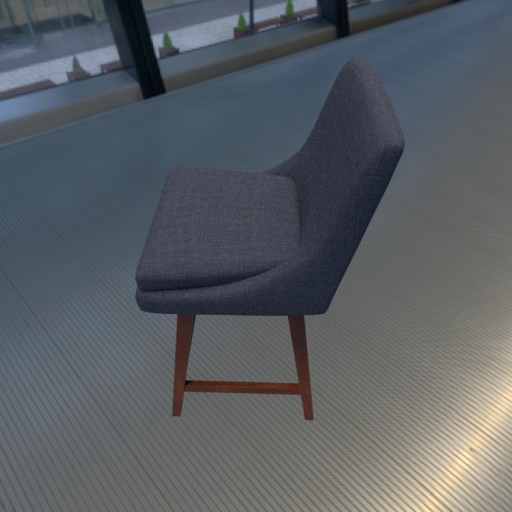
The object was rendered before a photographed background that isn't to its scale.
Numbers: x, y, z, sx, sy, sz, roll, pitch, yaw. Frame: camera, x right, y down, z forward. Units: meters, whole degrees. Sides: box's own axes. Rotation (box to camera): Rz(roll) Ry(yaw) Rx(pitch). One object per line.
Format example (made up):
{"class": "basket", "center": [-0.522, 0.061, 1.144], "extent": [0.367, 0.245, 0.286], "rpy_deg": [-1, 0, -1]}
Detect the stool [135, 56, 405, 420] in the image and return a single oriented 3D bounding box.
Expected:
{"class": "stool", "center": [0.000, 0.000, 1.167], "extent": [0.524, 0.895, 0.467], "rpy_deg": [1, 43, 1]}
